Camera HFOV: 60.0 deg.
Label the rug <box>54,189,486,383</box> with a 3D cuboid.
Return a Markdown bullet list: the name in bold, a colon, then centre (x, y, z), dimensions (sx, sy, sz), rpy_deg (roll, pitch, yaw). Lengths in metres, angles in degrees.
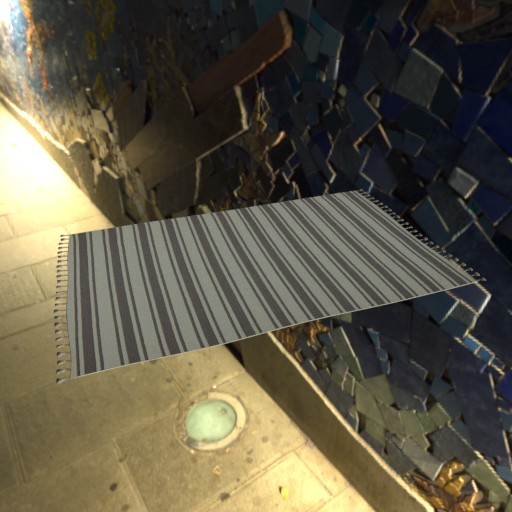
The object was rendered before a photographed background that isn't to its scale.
- **rug**: centre (0.000, 0.000, 2.473), dimensions (2.096, 0.011, 1.229), rpy_deg (-11, 34, -16)
